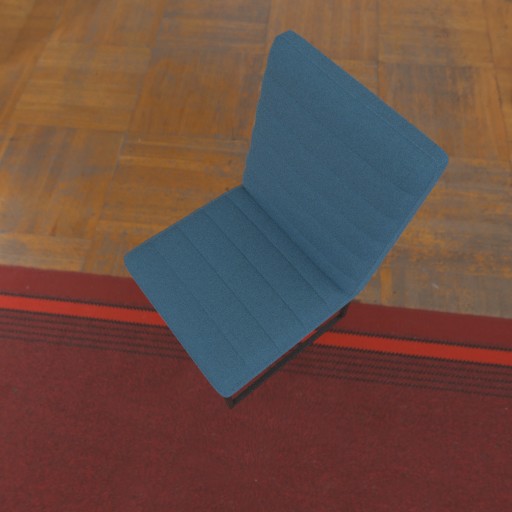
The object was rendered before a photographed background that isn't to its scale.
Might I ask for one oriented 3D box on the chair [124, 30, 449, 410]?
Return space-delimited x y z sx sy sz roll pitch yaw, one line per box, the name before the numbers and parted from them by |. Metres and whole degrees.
chair | 0.000 0.000 1.295 0.634 0.930 0.520 -35 68 -16
